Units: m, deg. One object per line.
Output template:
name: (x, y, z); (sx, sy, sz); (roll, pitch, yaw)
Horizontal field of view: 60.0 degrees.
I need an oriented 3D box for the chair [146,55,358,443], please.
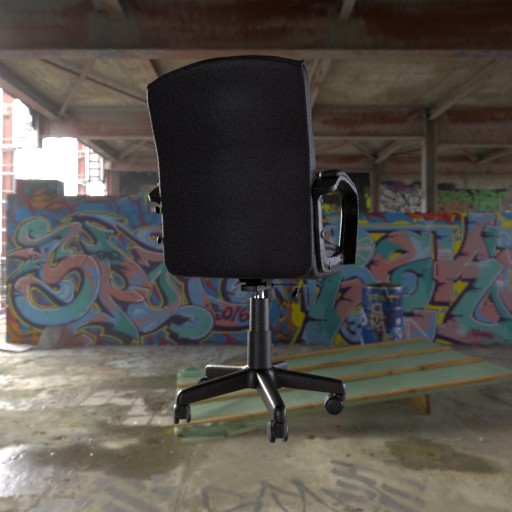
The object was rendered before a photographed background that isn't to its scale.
chair: (0.000, 0.000, 1.390); (0.576, 0.998, 0.641); (0, 0, 20)
